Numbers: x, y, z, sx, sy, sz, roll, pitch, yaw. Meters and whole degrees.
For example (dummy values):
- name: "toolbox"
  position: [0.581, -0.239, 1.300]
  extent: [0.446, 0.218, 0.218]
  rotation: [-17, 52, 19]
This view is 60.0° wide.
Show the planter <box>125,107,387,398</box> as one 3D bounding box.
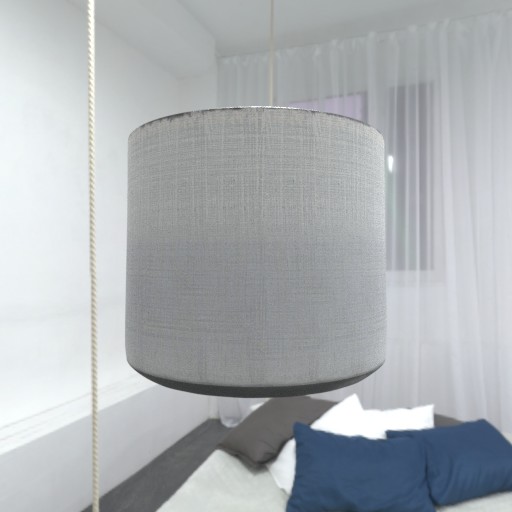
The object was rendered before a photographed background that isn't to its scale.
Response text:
- name: "planter"
  position: [0.000, 0.000, 0.448]
  extent: [0.254, 0.221, 0.254]
  rotation: [0, 0, 0]
